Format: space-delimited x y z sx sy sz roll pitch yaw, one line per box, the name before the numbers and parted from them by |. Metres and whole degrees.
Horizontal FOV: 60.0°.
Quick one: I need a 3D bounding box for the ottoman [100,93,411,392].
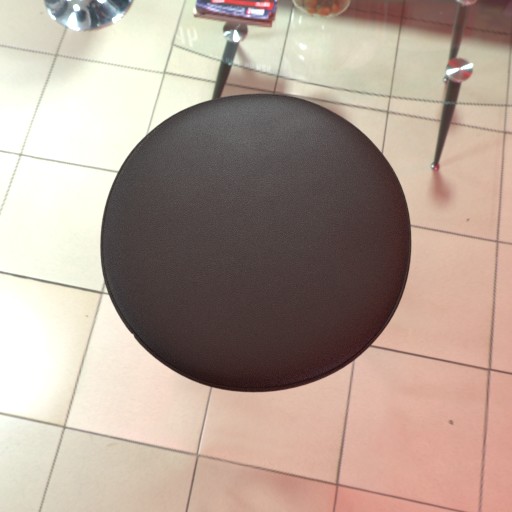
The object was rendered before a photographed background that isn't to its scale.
ottoman | 0.000 0.000 0.864 0.500 0.409 0.500 0 75 0
